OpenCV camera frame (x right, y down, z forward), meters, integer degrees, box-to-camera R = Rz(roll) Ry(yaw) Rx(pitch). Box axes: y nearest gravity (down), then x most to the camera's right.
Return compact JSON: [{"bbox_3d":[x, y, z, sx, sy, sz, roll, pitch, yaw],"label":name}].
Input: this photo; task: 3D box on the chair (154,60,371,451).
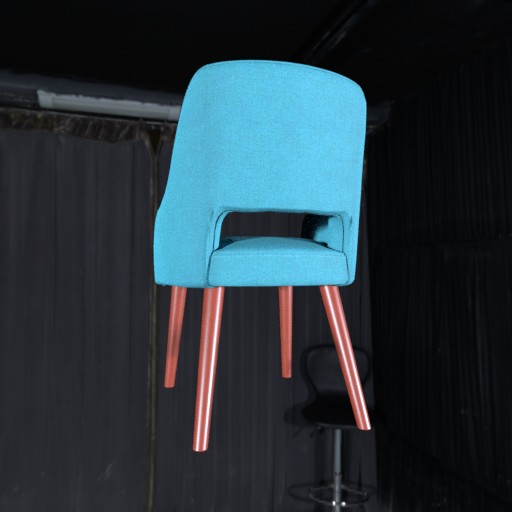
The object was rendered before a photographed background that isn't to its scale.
[{"bbox_3d":[0.000,0.000,1.257,0.548,0.849,0.605,0,-1,-18],"label":"chair"}]
